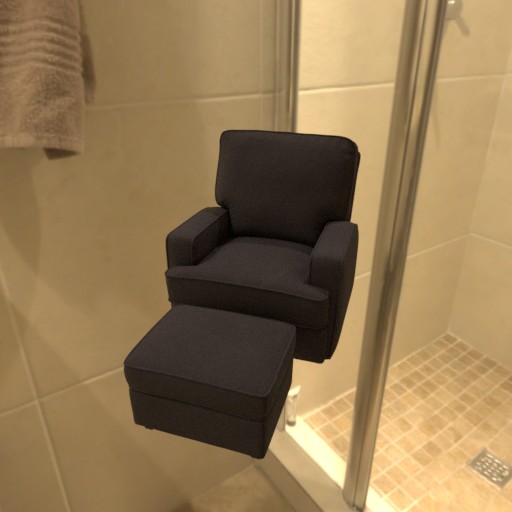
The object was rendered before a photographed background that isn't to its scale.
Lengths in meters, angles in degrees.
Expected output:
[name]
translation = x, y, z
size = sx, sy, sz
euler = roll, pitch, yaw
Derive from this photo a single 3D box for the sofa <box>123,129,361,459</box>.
[sofa]
translation = 0.000, 0.000, 2.077
size = 0.861, 0.959, 1.472
euler = 8, 27, 16
